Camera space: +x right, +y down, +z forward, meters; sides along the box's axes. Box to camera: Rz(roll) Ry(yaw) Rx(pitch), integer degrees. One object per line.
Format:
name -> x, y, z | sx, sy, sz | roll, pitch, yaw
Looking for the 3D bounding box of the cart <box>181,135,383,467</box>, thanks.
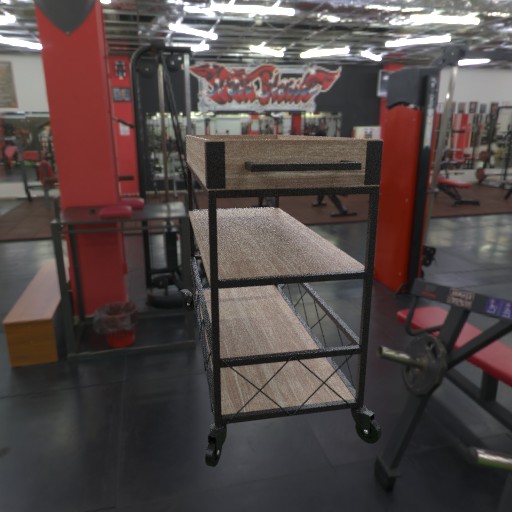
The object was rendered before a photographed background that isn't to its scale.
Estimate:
cart -> 0.000, 0.000, 1.513 | 0.500, 0.787, 1.101 | -3, 16, -11
